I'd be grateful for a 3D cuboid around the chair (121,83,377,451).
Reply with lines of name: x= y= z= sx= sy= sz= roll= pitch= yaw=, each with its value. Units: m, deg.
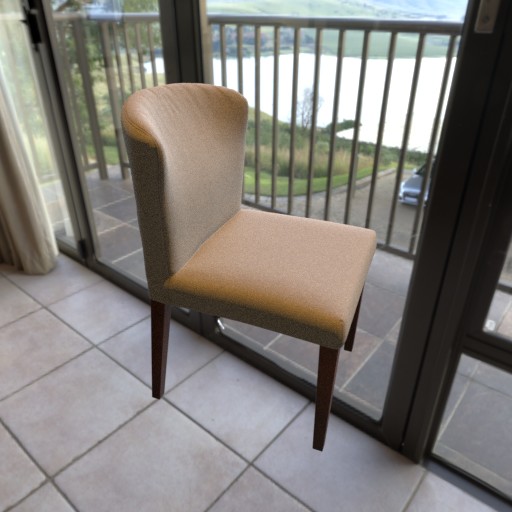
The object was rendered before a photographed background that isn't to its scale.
chair: x=0.000 y=0.000 z=1.208 sx=0.592 sy=0.839 sz=0.491 roll=11 pitch=32 yaw=18
